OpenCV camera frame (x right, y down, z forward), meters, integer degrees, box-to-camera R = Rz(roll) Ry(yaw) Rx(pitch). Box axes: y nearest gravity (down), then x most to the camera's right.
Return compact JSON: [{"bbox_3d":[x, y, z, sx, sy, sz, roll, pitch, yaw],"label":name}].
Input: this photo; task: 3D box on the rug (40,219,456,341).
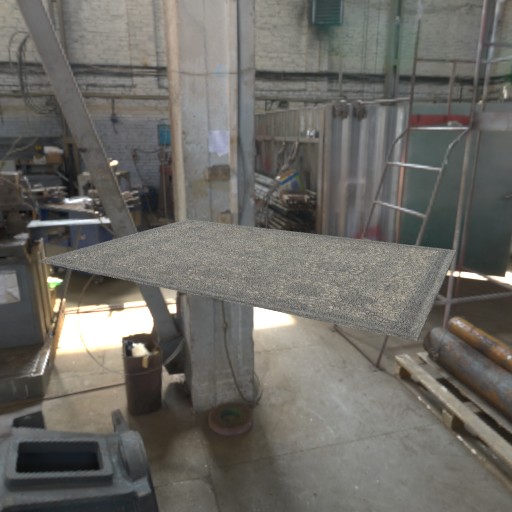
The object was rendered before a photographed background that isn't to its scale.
[{"bbox_3d":[0.000,0.000,2.318,1.819,0.012,1.208,8,18,28],"label":"rug"}]
